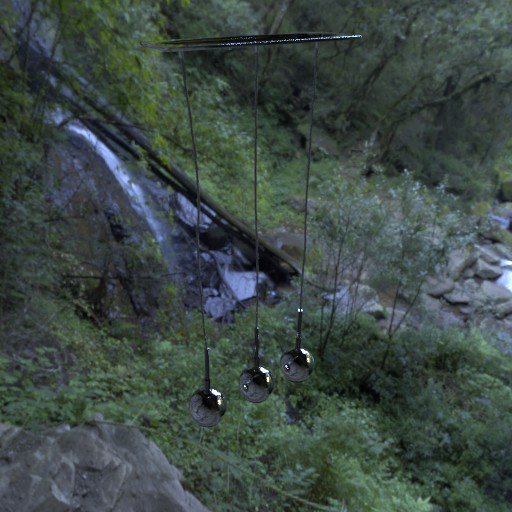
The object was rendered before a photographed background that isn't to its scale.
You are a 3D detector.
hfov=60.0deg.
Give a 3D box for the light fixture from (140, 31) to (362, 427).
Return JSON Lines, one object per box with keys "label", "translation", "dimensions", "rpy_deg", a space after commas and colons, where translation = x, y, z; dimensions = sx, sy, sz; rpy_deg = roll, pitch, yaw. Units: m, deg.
{"label": "light fixture", "translation": [0.000, 0.000, 1.593], "dimensions": [0.623, 1.408, 0.188], "rpy_deg": [-18, 35, -27]}
